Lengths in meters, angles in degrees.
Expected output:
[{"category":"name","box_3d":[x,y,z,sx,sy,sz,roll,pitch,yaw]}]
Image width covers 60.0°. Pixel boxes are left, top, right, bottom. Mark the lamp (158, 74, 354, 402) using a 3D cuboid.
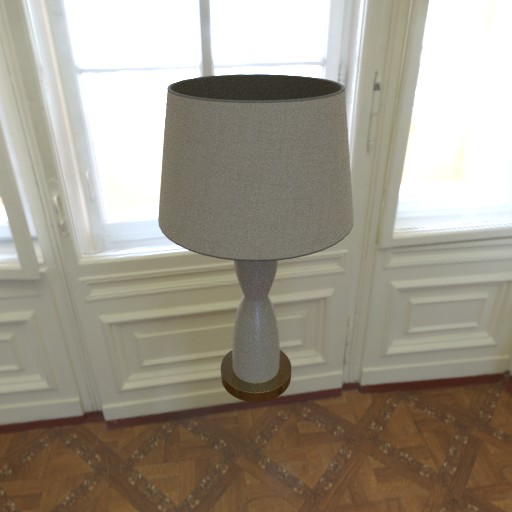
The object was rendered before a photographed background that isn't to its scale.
[{"category":"lamp","box_3d":[0.000,0.000,0.750,0.309,0.545,0.309,0,29,0]}]
